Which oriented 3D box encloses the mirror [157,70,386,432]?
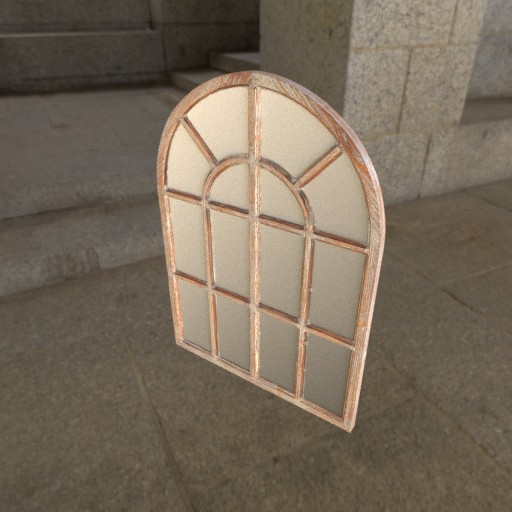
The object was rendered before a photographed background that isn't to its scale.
[{"bbox_3d":[0.000,0.000,1.186,0.660,0.920,0.032,19,35,29],"label":"mirror"}]
